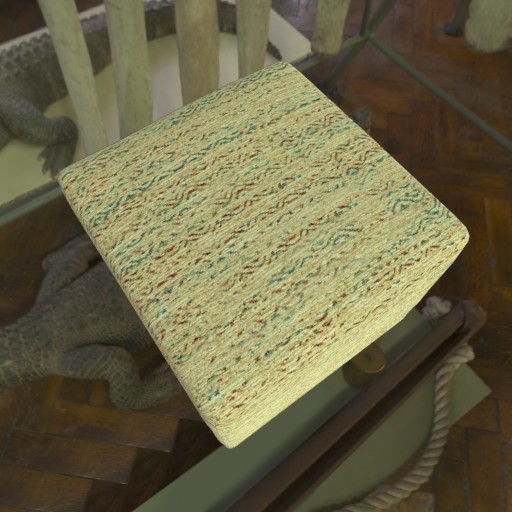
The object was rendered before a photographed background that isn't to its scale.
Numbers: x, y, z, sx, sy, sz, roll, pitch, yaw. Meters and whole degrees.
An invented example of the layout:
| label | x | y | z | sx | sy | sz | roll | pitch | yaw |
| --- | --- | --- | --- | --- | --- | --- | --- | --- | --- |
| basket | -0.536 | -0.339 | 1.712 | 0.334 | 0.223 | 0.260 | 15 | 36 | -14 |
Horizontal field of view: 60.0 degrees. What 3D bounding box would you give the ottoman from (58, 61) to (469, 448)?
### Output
| label | x | y | z | sx | sy | sz | roll | pitch | yaw |
| --- | --- | --- | --- | --- | --- | --- | --- | --- | --- |
| ottoman | 0.000 | 0.000 | 0.907 | 0.512 | 0.453 | 0.521 | -32 | 67 | -15 |
